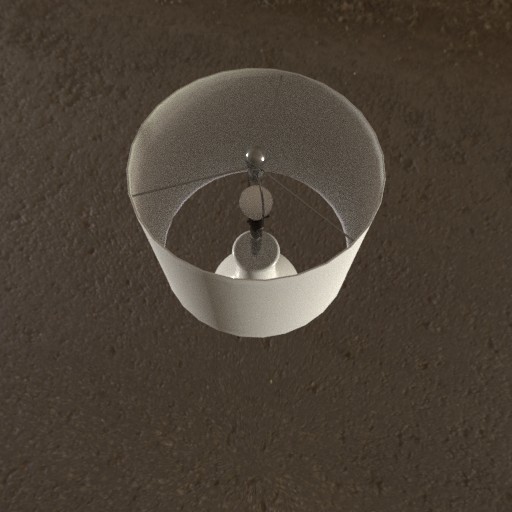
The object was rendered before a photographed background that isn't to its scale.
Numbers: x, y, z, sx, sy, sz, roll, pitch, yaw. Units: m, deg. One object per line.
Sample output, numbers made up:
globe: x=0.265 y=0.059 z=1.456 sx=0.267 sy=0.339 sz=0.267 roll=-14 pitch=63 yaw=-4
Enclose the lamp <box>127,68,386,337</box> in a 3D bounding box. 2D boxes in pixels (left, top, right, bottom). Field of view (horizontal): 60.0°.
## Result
lamp: x=0.000 y=0.000 z=0.894 sx=0.357 sy=0.673 sz=0.357 roll=-15 pitch=66 yaw=-7
